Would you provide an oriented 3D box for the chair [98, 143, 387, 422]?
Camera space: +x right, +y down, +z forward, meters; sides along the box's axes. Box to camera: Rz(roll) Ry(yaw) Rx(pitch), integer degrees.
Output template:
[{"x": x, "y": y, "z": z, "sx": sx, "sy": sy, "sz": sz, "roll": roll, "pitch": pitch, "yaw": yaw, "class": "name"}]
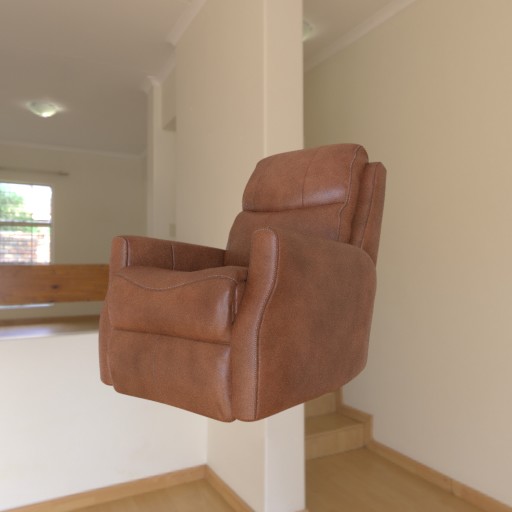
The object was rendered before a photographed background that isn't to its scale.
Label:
[{"x": 0.000, "y": 0.000, "z": 1.783, "sx": 0.821, "sy": 1.016, "sz": 1.072, "roll": -1, "pitch": -1, "yaw": 36, "class": "chair"}]
